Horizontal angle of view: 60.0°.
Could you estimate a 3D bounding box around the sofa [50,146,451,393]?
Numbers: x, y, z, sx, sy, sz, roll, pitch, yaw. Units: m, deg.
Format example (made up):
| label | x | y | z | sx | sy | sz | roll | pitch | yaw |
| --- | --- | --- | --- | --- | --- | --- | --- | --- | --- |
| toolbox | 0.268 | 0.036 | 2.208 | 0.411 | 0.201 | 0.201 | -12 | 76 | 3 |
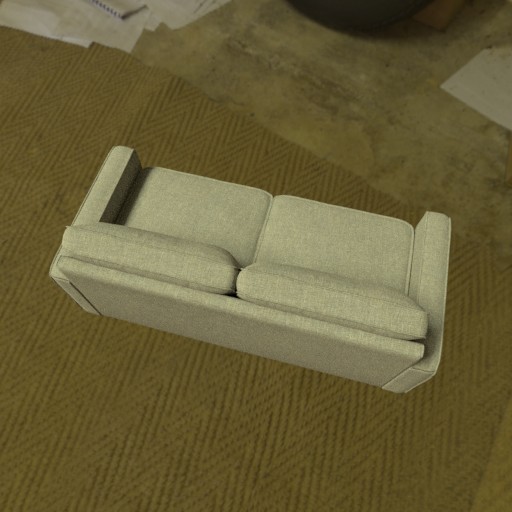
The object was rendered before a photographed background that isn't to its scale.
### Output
| label | x | y | z | sx | sy | sz | roll | pitch | yaw |
| --- | --- | --- | --- | --- | --- | --- | --- | --- | --- |
| sofa | 0.000 | 0.000 | 2.558 | 2.078 | 0.918 | 0.945 | 13 | 64 | 6 |
